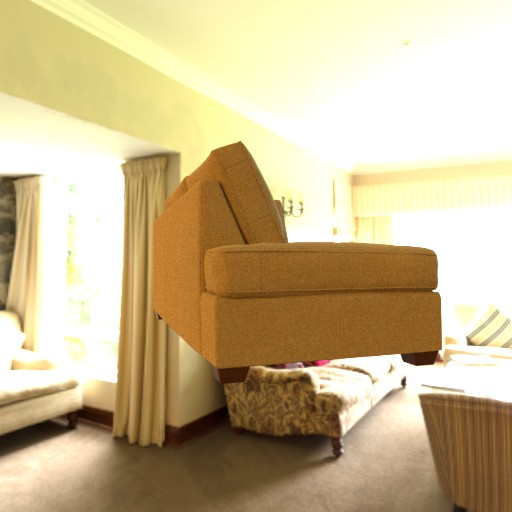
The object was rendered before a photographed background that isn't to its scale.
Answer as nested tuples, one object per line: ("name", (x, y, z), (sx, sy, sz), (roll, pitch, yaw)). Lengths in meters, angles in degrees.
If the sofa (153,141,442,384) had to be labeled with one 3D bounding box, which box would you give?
("sofa", (0.000, 0.000, 2.866), (1.110, 1.019, 2.238), (0, -1, -19))
